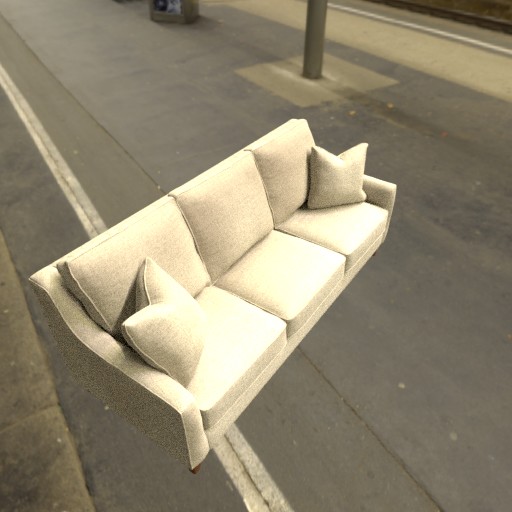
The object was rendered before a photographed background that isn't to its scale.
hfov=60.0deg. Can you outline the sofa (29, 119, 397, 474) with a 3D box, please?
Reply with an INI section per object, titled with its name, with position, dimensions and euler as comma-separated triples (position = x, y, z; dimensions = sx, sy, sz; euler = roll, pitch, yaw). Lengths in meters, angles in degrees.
[sofa]
position = 0.000, 0.000, 2.466
dimensions = 0.865, 0.914, 2.031
euler = 25, 46, 27
